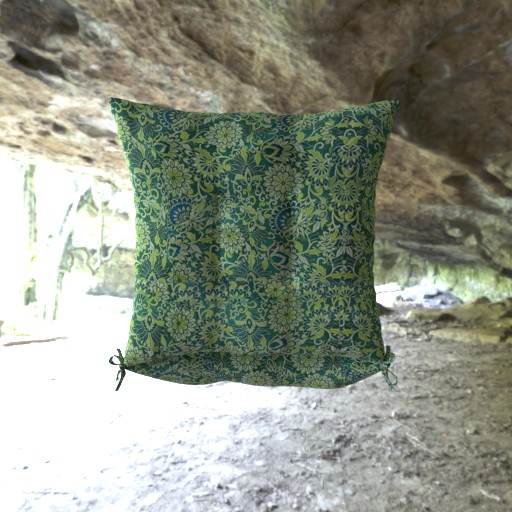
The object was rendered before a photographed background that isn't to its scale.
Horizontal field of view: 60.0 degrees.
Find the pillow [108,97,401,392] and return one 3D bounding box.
[{"bbox_3d":[0.000,0.000,1.000,0.541,0.536,0.585,0,-1,0],"label":"pillow"}]
